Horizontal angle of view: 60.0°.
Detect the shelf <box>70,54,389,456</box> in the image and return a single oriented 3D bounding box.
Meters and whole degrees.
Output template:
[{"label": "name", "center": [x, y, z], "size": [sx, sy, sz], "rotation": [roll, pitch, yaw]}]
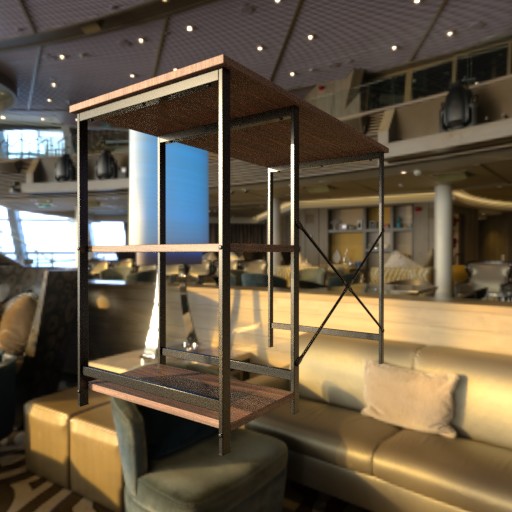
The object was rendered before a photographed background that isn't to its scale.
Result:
[{"label": "shelf", "center": [0.000, 0.000, 1.329], "size": [0.498, 0.750, 0.902], "rotation": [0, 0, 36]}]
